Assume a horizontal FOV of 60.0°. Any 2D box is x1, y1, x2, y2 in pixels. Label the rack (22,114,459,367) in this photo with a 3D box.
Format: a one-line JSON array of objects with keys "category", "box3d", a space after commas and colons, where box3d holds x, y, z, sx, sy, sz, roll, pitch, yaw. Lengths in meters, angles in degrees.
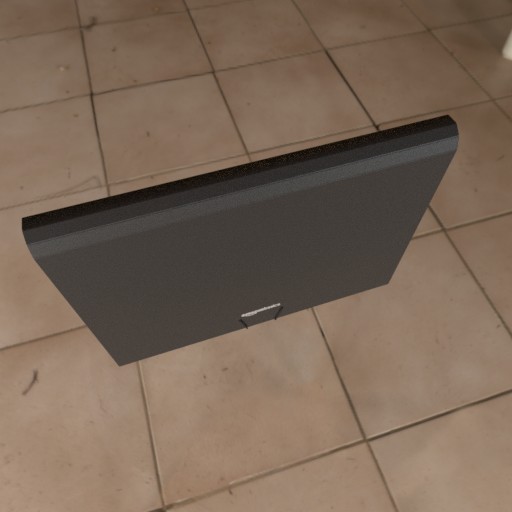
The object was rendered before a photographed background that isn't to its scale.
[{"category": "rack", "box3d": [0.000, 0.000, 0.426, 0.330, 0.241, 0.041, -16, 59, -10]}]
